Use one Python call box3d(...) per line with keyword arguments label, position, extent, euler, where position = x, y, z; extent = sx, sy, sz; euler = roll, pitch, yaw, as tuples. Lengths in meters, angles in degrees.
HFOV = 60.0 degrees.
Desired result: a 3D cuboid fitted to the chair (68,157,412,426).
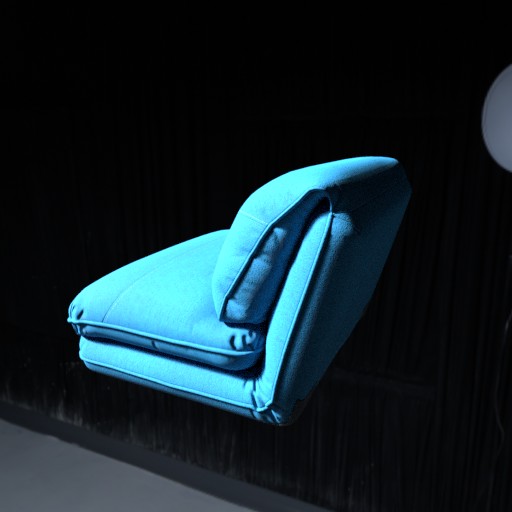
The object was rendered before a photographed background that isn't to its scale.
box3d(label="chair", position=(0.000, 0.000, 1.343), extent=(0.780, 0.580, 0.820), euler=(7, 17, 25))
